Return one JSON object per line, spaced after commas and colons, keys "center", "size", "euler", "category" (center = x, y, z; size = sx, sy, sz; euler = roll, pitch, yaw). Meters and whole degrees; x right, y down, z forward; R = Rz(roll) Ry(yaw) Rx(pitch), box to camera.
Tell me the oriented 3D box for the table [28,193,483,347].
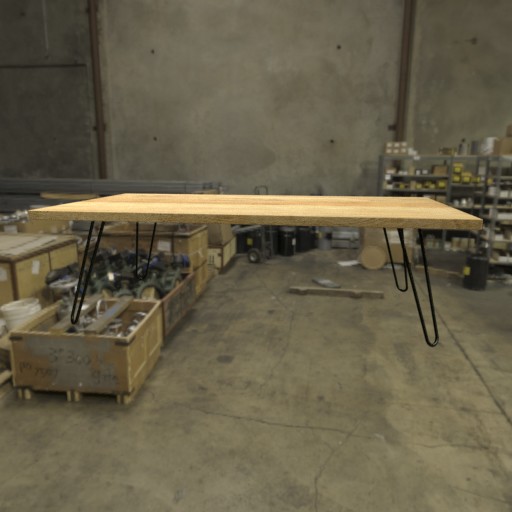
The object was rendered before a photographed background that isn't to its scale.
{"center": [0.000, 0.000, 1.675], "size": [1.348, 0.400, 0.699], "euler": [2, 13, 9], "category": "table"}
